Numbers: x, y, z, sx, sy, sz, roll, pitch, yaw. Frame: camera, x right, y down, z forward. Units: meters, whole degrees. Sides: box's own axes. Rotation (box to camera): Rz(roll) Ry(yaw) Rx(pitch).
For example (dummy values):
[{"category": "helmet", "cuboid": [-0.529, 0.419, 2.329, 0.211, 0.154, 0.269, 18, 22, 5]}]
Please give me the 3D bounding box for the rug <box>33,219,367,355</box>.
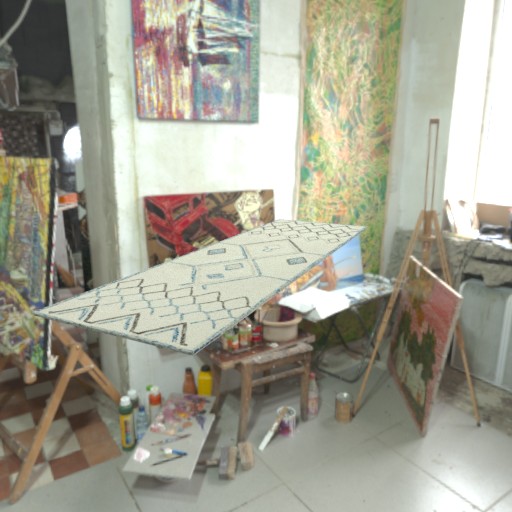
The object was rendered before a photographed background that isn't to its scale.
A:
[{"category": "rug", "cuboid": [0.000, 0.000, 2.647, 0.770, 0.013, 2.434, 7, 16, 26]}]
